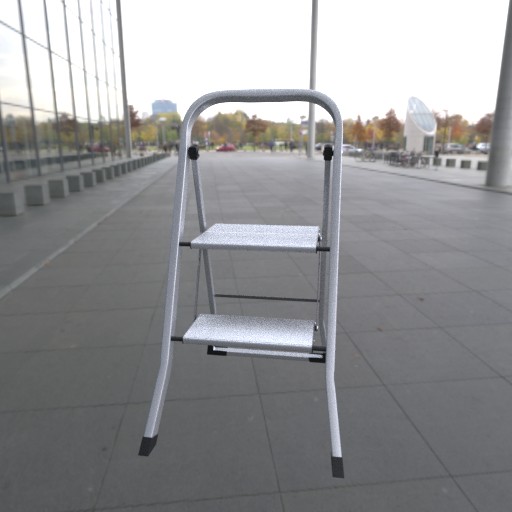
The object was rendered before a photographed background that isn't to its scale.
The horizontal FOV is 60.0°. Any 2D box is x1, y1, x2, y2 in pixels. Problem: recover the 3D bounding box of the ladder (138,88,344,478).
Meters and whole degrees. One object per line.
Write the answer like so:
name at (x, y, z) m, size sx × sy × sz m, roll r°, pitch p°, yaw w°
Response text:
ladder at (0.000, 0.000, 1.133) m, size 0.465 × 0.830 × 0.530 m, roll 2°, pitch 14°, yaw 9°
